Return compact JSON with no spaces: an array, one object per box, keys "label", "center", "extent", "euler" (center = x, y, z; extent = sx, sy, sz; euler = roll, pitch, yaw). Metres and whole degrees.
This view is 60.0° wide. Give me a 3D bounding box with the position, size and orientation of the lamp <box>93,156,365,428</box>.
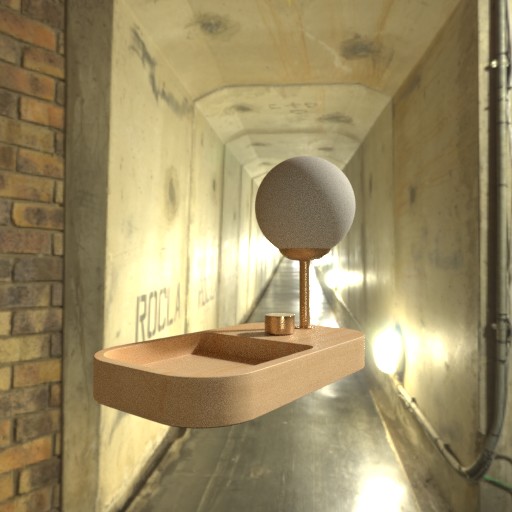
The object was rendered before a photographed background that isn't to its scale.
[{"label":"lamp","center":[0.000,0.000,0.479],"extent":[0.173,0.253,0.331],"euler":[-1,-1,37]}]
